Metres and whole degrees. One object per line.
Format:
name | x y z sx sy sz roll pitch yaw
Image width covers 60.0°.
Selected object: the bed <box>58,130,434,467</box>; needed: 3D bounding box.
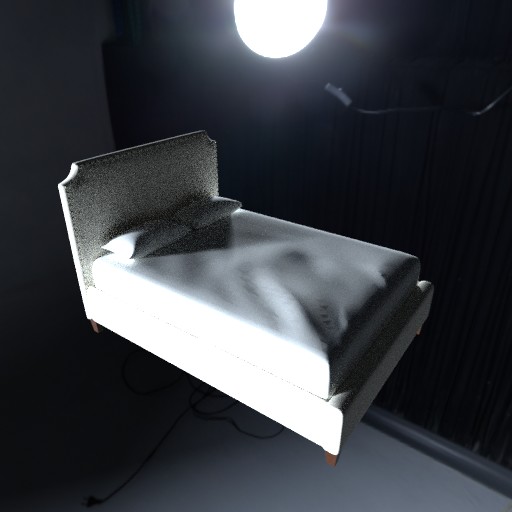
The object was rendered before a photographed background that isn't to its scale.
bed | 0.000 0.000 3.477 2.365 1.443 1.712 18 32 31
